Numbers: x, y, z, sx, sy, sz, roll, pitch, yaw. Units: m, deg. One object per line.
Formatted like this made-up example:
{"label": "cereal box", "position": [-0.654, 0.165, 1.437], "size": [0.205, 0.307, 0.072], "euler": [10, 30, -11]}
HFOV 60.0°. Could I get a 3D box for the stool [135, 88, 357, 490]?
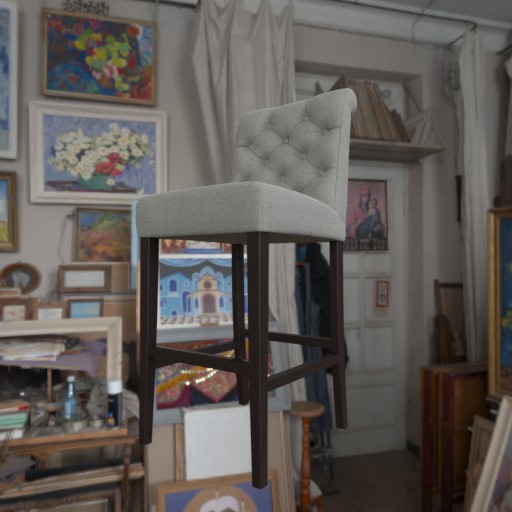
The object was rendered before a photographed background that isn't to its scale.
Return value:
{"label": "stool", "position": [0.000, 0.000, 1.434], "size": [0.493, 1.140, 0.601], "euler": [-1, -1, 37]}
